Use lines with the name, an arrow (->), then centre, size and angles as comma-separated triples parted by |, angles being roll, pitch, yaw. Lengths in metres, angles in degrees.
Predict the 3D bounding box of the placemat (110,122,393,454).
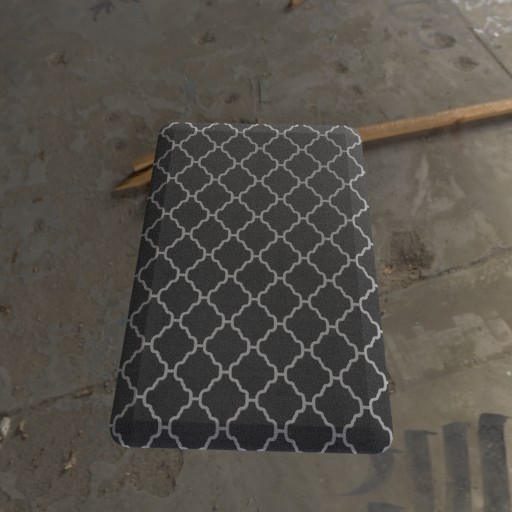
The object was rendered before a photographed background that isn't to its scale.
placemat -> 0.000, 0.000, 0.946 | 0.508, 0.021, 0.762 | 1, 63, 1
